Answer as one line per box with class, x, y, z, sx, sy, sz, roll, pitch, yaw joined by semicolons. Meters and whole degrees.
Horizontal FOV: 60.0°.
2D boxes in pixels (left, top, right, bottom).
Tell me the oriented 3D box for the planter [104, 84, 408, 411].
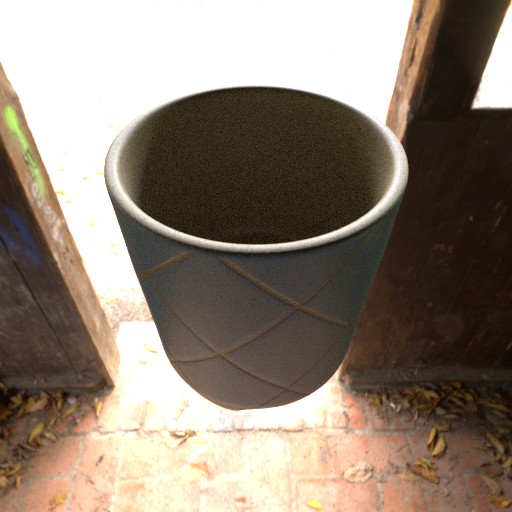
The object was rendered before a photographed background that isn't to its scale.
planter;0.000;0.000;0.422;0.227;0.235;0.227;0;46;0
